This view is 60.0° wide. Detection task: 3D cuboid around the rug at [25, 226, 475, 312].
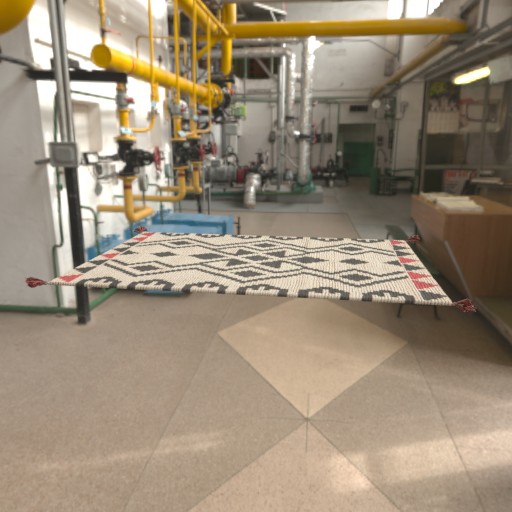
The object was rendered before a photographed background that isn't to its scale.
[{"bbox_3d":[0.000,0.000,3.345,2.672,0.066,1.741,2,15,8],"label":"rug"}]
